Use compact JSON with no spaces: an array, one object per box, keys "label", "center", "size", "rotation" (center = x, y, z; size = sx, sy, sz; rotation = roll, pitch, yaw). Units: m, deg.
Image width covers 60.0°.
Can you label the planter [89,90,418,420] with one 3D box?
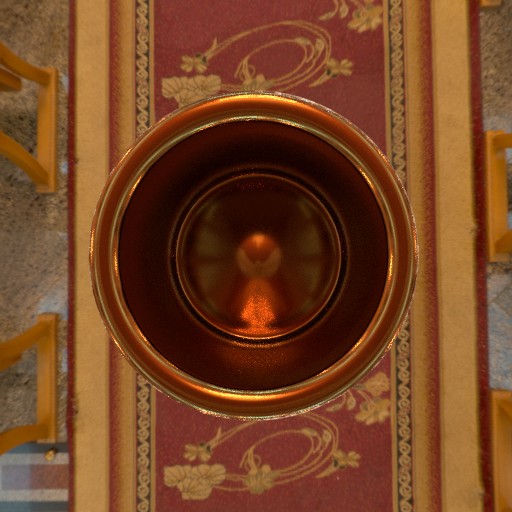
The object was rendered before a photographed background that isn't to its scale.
[{"label":"planter","center":[0.000,0.000,0.310],"size":[0.177,0.157,0.177],"rotation":[0,90,2]}]
